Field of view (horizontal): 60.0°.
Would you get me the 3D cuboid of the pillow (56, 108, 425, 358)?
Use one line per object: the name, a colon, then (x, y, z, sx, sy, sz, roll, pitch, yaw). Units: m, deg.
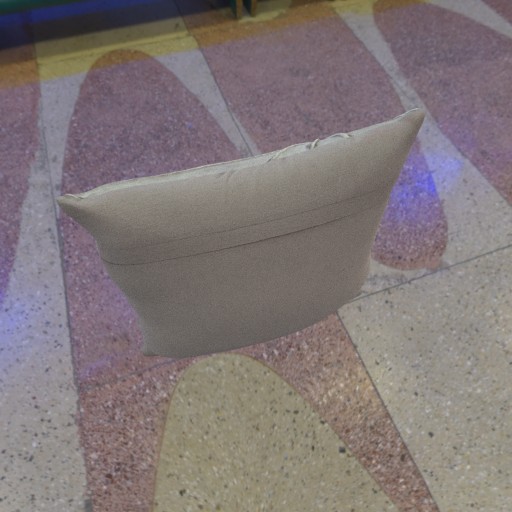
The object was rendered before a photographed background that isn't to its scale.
pillow: (0.000, 0.000, 0.672, 0.439, 0.440, 0.185, -15, 58, -10)
